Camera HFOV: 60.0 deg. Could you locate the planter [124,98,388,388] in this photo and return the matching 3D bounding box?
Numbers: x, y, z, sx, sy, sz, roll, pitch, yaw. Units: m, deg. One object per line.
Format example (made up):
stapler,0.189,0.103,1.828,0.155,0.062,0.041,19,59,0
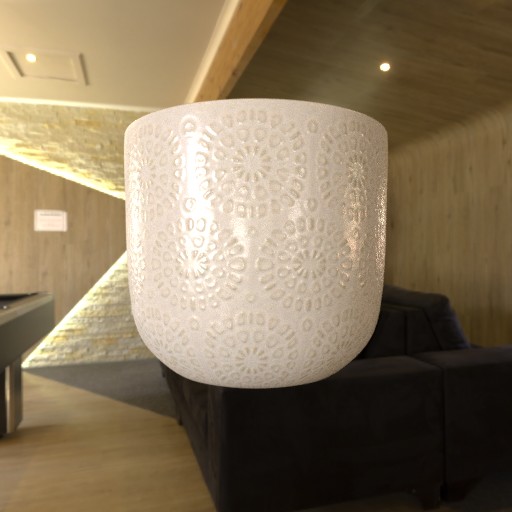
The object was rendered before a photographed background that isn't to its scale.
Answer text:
planter,0.000,0.000,0.298,0.170,0.152,0.170,0,0,0
